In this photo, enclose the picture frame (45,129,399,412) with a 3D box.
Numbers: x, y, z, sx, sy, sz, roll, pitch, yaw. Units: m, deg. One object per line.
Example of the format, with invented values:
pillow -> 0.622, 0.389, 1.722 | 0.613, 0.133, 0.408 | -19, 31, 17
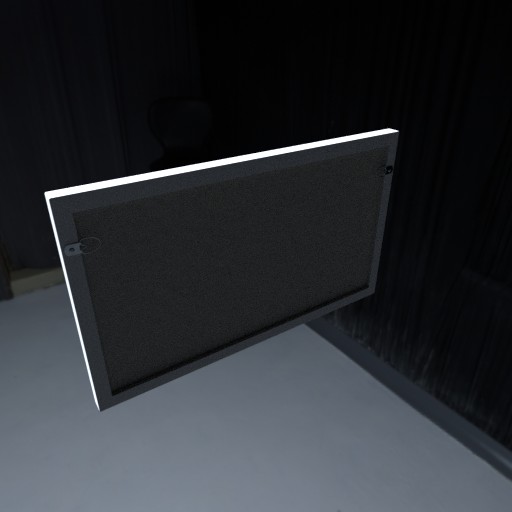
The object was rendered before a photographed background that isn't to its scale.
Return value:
picture frame -> 0.000, 0.000, 0.815 | 0.647, 0.379, 0.044 | -18, 33, -29
